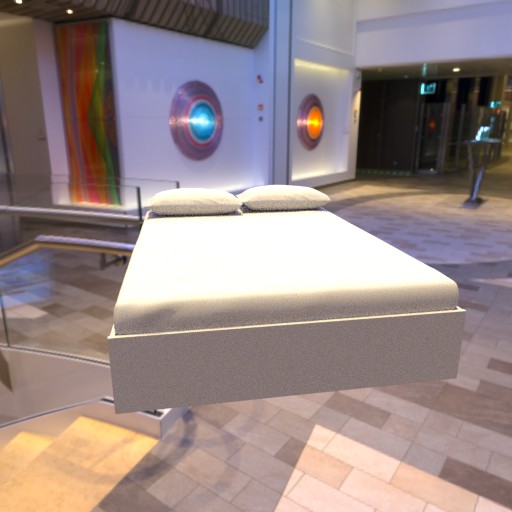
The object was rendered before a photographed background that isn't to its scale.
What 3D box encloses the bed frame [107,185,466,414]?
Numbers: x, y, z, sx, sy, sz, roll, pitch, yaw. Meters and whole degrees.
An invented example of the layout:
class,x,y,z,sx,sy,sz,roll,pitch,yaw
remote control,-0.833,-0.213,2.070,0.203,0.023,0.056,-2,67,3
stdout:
class,x,y,z,sx,sy,sz,roll,pitch,yaw
bed frame,0.000,0.000,2.657,1.450,0.629,1.950,-3,17,-10
